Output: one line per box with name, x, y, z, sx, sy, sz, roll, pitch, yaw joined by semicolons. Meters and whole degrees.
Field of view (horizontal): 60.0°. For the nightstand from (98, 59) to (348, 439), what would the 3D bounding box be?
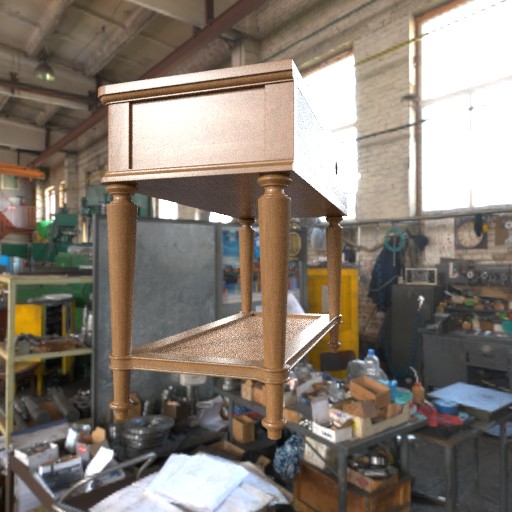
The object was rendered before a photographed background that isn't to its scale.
nightstand;0.000;0.000;1.294;0.432;0.700;0.914;0;-1;18
